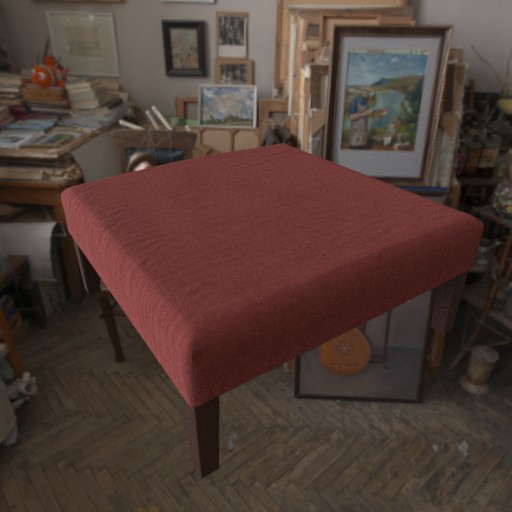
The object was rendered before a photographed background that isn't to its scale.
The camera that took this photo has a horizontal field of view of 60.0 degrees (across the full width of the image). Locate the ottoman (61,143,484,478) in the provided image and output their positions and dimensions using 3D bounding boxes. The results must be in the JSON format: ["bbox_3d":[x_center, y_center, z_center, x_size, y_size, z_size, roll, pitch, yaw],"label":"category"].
[{"bbox_3d":[0.000,0.000,1.364,0.890,0.411,0.889,-19,35,-29],"label":"ottoman"}]
